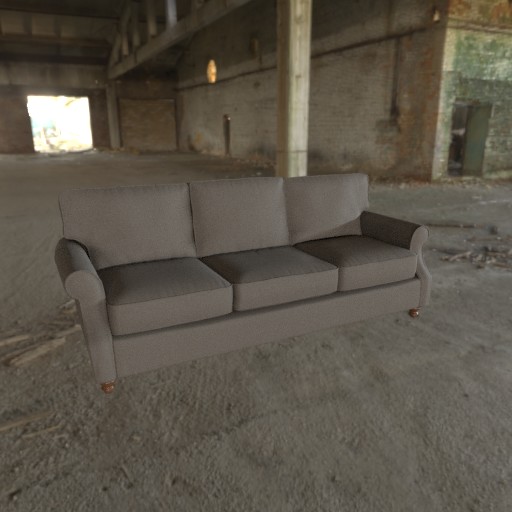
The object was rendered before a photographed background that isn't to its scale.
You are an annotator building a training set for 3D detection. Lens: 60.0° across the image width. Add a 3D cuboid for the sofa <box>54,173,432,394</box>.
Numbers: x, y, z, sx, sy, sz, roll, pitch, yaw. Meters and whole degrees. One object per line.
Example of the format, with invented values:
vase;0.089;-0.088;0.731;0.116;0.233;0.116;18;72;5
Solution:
sofa;0.000;0.000;2.865;2.353;0.948;0.966;-8;18;-26
